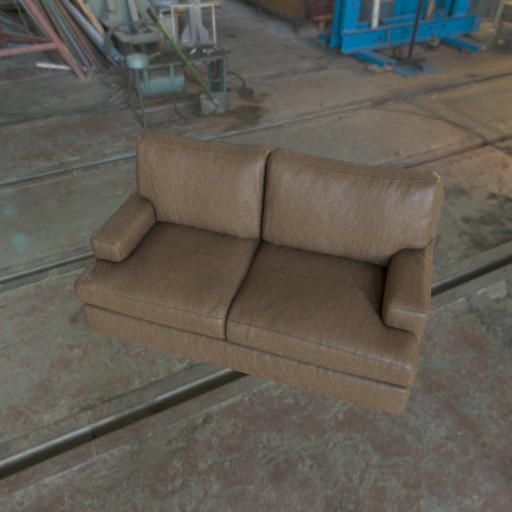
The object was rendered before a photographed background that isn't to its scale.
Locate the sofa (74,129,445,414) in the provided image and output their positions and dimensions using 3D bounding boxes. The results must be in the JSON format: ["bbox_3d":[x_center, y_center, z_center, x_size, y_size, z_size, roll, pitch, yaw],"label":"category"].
[{"bbox_3d":[0.000,0.000,2.464,1.855,0.980,0.962,12,42,14],"label":"sofa"}]
